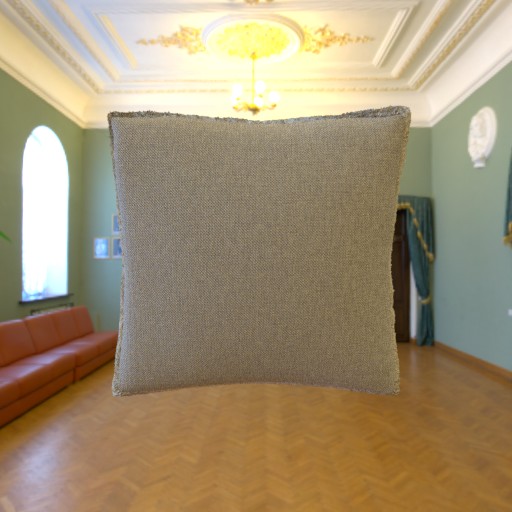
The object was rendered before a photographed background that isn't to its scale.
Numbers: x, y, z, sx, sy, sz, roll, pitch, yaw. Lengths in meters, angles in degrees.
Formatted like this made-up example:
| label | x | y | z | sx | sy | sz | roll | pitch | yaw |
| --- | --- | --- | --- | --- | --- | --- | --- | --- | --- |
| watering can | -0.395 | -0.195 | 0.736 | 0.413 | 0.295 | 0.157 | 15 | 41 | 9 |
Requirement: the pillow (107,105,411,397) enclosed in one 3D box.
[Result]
| label | x | y | z | sx | sy | sz | roll | pitch | yaw |
| --- | --- | --- | --- | --- | --- | --- | --- | --- | --- |
| pillow | 0.000 | 0.000 | 0.803 | 0.529 | 0.515 | 0.218 | 0 | -1 | -1 |
